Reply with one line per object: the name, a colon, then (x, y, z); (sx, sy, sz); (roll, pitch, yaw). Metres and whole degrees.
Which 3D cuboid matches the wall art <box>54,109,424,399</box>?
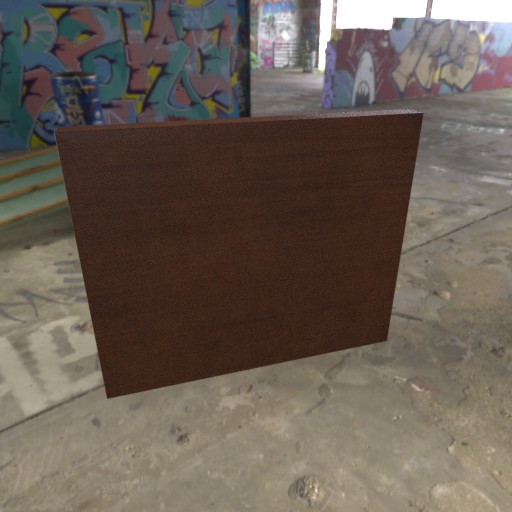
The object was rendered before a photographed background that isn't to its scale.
wall art: (0.000, 0.000, 0.550); (0.401, 0.328, 0.030); (-8, 27, -15)
